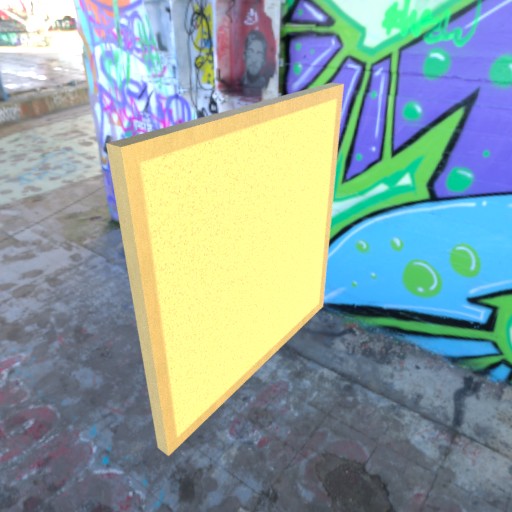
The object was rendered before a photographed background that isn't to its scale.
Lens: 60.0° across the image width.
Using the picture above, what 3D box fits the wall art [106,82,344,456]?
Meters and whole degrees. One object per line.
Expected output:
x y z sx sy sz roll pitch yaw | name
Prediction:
0.000 0.000 2.958 0.097 1.936 1.935 21 36 31 | wall art
